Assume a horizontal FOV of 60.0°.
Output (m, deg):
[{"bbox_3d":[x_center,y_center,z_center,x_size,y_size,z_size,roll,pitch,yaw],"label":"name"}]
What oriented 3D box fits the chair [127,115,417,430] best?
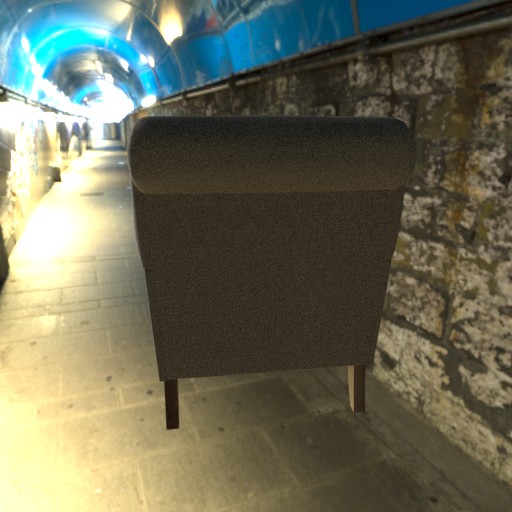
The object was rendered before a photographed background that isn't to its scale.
[{"bbox_3d":[0.000,0.000,1.582,0.766,0.942,0.843,-2,16,-8],"label":"chair"}]
